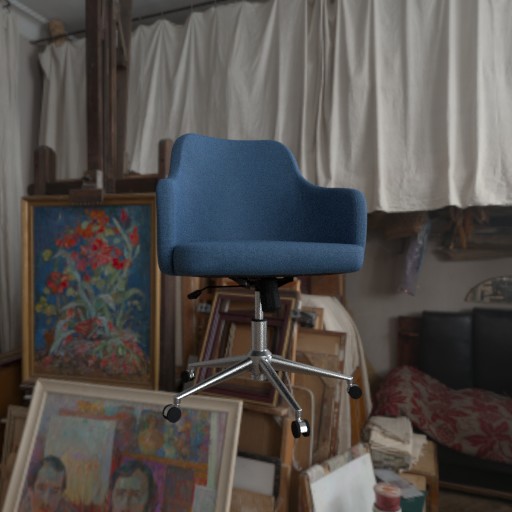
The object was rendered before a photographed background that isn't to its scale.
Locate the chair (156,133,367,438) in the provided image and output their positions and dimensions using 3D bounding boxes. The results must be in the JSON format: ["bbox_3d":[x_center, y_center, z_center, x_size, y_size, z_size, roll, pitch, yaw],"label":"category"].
[{"bbox_3d":[0.000,0.000,1.300,0.599,0.820,0.655,0,1,-19],"label":"chair"}]
